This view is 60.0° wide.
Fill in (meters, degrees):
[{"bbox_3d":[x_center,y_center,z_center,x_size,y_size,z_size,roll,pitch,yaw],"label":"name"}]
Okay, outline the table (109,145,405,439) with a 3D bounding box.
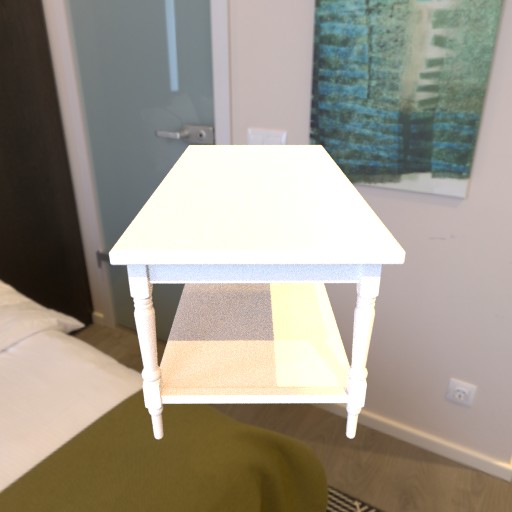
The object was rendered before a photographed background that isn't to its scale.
[{"bbox_3d":[0.000,0.000,1.428,0.550,0.510,1.107,0,24,0],"label":"table"}]
